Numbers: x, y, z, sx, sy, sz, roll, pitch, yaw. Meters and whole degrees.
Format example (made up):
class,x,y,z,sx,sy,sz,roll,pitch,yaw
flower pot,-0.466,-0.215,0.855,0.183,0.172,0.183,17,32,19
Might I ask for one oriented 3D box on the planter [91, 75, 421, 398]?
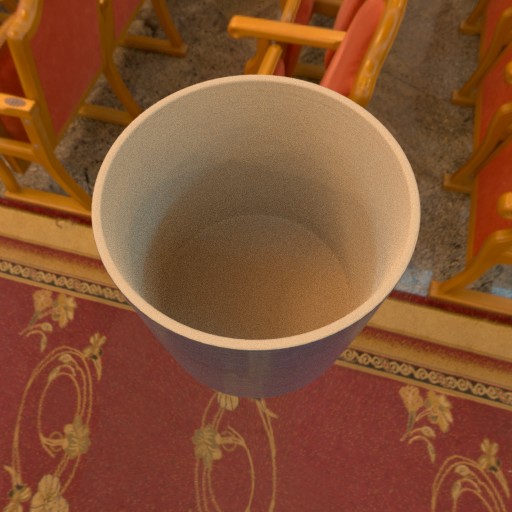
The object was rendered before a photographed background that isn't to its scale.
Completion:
class,x,y,z,sx,sy,sz,roll,pitch,yaw
planter,0.000,0.000,0.391,0.221,0.201,0.221,0,63,0
